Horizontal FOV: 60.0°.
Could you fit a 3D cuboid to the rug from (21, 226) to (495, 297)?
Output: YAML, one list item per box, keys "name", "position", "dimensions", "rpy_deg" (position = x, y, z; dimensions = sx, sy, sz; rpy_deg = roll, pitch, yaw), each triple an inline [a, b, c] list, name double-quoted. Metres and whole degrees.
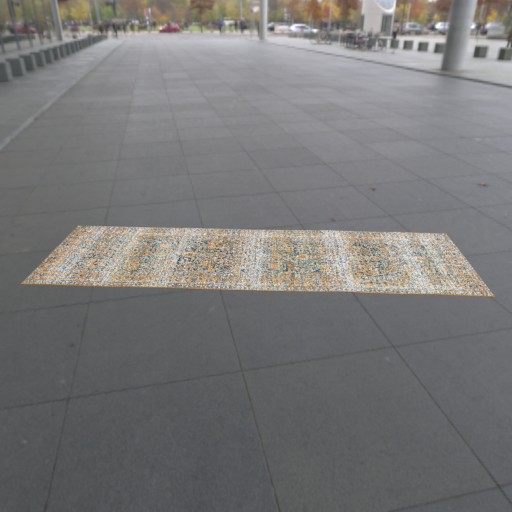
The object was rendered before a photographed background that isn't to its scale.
- name: "rug"
  position: [0.000, 0.000, 2.446]
  dimensions: [2.294, 0.014, 0.704]
  rpy_deg: [1, 28, 3]
